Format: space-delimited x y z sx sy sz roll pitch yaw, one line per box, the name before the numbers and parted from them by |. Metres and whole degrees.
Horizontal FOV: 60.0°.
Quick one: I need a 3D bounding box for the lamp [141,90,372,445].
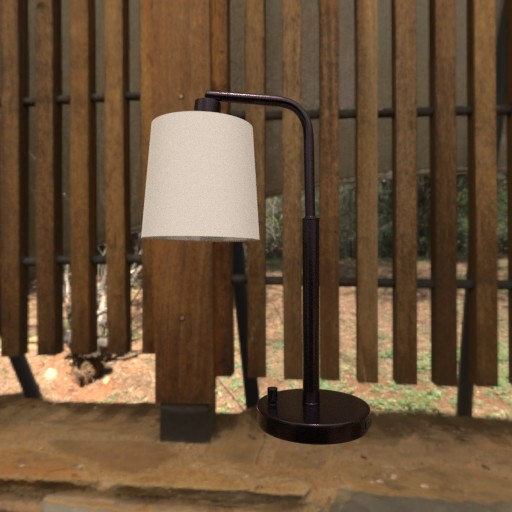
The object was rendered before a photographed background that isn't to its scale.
lamp | 0.000 0.000 0.653 0.333 0.489 0.171 0 -1 0
